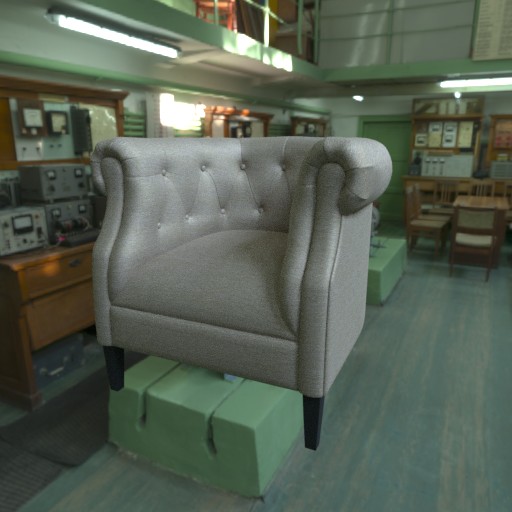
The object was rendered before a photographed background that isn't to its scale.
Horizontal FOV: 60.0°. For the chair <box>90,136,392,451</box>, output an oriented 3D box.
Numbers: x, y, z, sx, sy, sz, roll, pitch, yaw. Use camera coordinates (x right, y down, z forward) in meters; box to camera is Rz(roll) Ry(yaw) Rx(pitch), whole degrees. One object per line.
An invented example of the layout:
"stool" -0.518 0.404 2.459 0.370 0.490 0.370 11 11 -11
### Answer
"chair" 0.000 0.000 1.583 0.905 0.827 0.852 7 16 24
